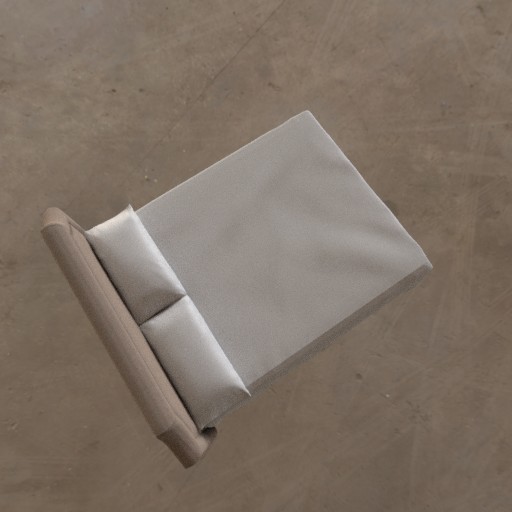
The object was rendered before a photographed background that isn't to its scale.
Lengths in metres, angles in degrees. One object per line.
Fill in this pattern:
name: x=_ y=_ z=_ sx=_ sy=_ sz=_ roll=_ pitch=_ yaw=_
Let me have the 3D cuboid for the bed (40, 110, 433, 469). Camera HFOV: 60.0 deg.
bed: x=0.000 y=0.000 z=3.211 sx=2.164 sy=1.303 sz=1.828 roll=-33 pitch=77 yaw=-9
